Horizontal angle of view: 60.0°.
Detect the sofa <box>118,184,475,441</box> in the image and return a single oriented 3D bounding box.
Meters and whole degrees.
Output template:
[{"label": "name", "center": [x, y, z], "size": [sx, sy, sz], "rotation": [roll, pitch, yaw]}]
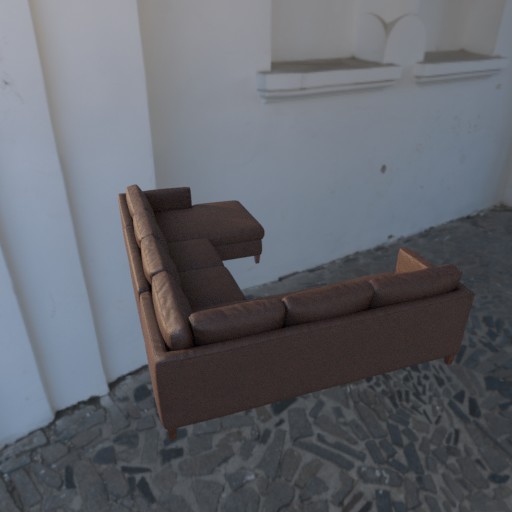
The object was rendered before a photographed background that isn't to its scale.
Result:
[{"label": "sofa", "center": [0.000, 0.000, 4.736], "size": [2.593, 0.923, 3.460], "rotation": [-9, 29, -17]}]
